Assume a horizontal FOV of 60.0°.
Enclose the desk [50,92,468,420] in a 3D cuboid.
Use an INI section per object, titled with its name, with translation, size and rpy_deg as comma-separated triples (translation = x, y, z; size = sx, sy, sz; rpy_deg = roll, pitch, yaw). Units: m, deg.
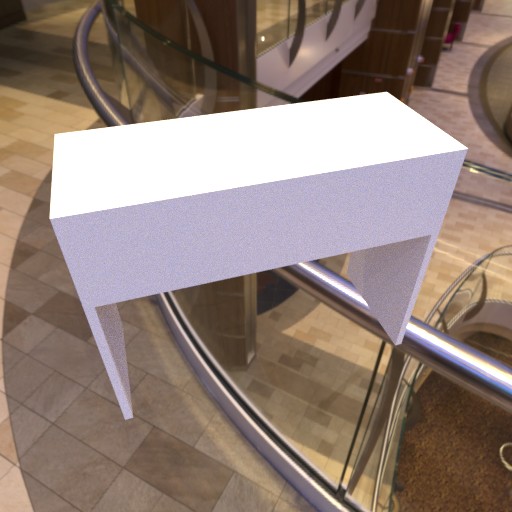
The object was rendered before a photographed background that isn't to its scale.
[desk]
translation = 0.000, 0.000, 1.412
size = 1.000, 0.790, 0.400
rpy_deg = -12, 42, -13
